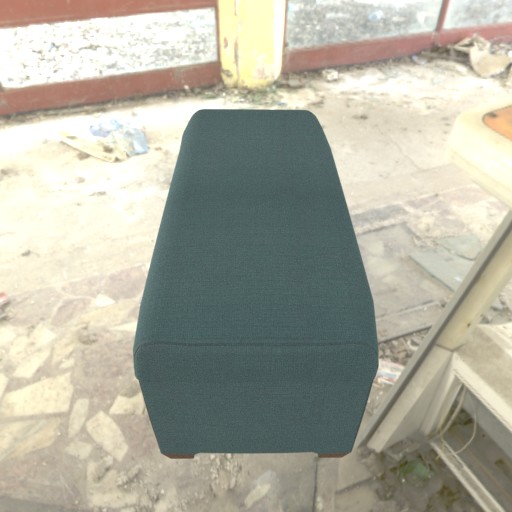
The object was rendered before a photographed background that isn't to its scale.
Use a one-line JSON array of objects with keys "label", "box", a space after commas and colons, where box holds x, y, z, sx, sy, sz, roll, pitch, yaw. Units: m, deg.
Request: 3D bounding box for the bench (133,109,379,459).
[{"label": "bench", "box": [0.000, 0.000, 1.255, 0.476, 0.474, 0.995, 0, 41, 0]}]
